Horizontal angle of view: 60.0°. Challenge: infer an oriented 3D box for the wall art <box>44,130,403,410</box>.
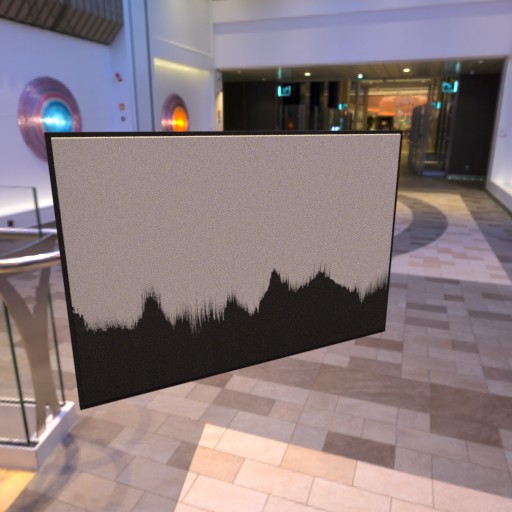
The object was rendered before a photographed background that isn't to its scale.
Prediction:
[{"bbox_3d":[0.000,0.000,1.481,1.190,0.805,0.028,-8,18,-25],"label":"wall art"}]
